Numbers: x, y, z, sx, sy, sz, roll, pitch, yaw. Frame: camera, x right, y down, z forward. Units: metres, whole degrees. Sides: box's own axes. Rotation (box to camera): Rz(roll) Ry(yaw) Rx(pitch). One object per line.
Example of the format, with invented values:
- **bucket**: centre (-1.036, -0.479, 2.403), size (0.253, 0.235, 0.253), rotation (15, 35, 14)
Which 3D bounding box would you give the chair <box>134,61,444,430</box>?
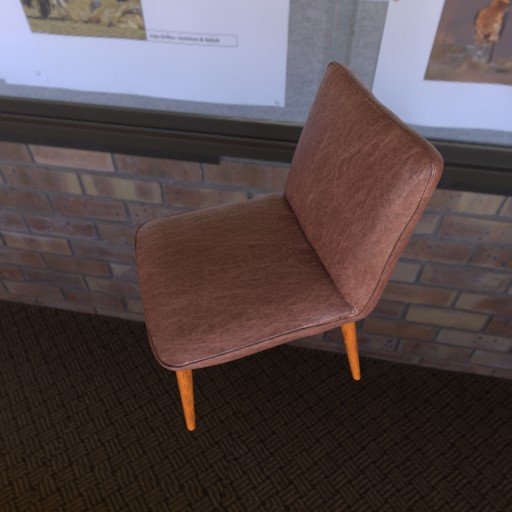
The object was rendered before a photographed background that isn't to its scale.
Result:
- **chair**: centre (0.000, 0.000, 1.187), size (0.645, 0.803, 0.543), rotation (-16, 48, -15)
